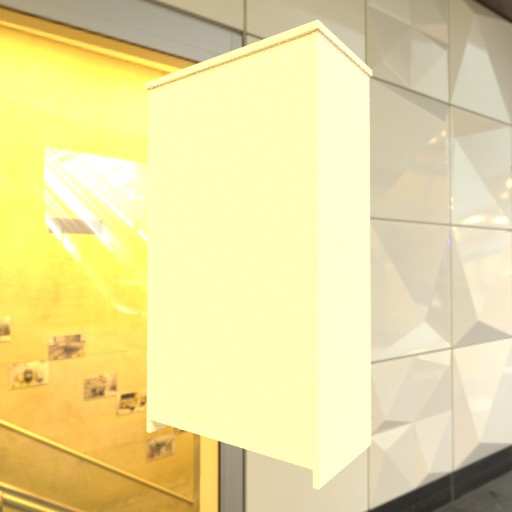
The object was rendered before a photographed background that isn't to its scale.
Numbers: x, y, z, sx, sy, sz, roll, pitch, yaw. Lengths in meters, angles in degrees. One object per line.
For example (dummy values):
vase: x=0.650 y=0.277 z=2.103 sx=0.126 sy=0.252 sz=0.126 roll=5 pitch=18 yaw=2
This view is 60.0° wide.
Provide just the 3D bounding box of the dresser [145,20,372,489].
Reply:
dresser: x=0.000 y=0.000 z=1.546 sx=0.704 sy=1.255 sz=0.399 roll=-1 pitch=-1 yaw=36
